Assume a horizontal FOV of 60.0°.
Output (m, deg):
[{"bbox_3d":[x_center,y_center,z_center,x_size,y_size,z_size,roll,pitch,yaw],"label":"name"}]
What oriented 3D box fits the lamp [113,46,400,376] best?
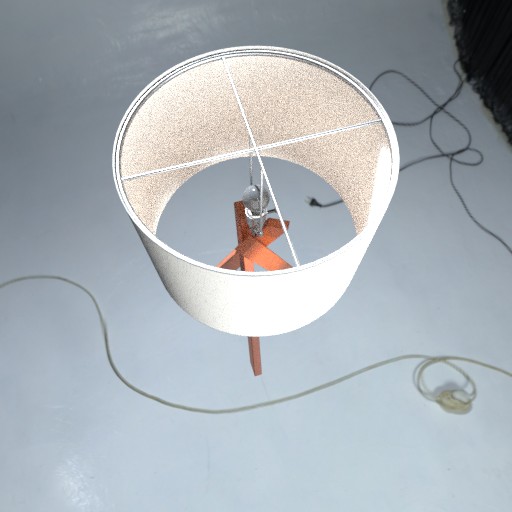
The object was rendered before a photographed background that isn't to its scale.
[{"bbox_3d":[0.000,0.000,0.901,0.380,0.686,0.380,-14,65,-7],"label":"lamp"}]
